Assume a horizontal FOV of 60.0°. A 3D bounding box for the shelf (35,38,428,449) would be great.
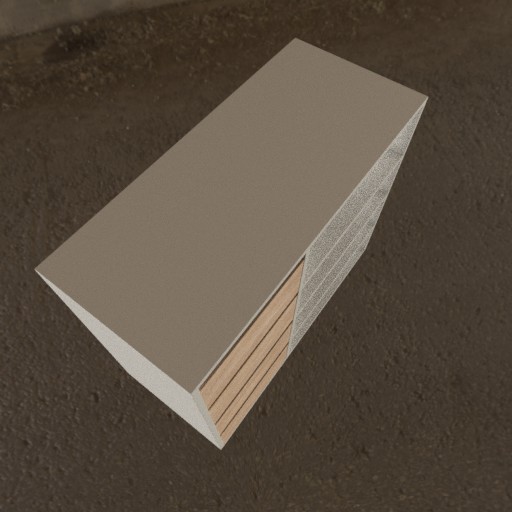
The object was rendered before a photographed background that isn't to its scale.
[{"bbox_3d":[0.000,0.000,1.288,0.396,0.732,0.895,33,65,17],"label":"shelf"}]
